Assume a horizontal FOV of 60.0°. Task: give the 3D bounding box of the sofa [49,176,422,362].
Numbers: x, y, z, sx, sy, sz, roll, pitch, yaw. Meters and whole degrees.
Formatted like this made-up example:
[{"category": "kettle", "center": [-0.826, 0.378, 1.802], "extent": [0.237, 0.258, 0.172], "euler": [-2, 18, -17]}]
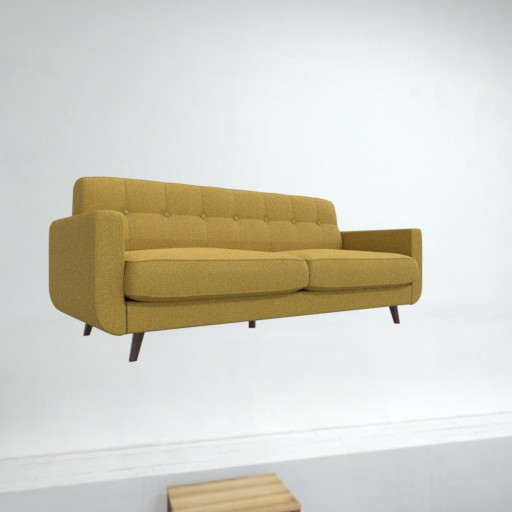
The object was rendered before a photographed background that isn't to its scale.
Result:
[{"category": "sofa", "center": [0.000, 0.000, 2.538], "extent": [2.029, 0.841, 0.909], "euler": [0, 0, -35]}]
